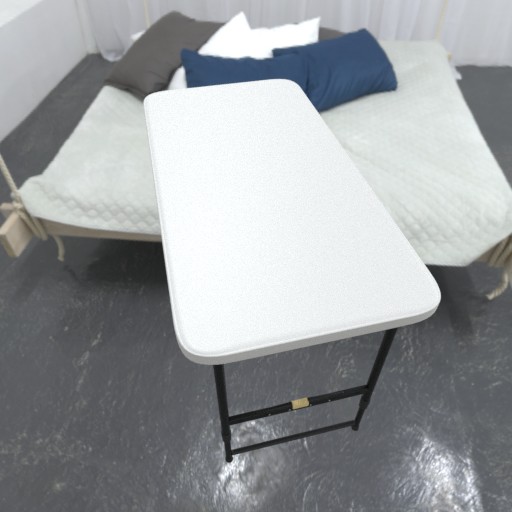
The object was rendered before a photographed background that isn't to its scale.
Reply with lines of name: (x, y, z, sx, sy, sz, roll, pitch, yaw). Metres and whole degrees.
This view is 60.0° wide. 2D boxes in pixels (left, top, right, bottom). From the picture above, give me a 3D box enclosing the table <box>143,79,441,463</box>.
table: (0.000, 0.000, 1.605, 0.610, 0.737, 1.219, -10, 46, -10)
